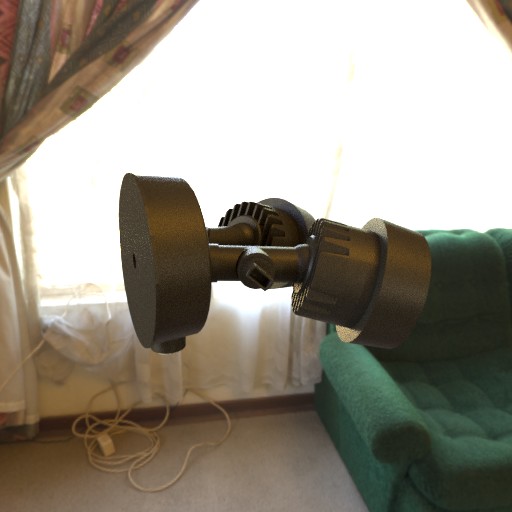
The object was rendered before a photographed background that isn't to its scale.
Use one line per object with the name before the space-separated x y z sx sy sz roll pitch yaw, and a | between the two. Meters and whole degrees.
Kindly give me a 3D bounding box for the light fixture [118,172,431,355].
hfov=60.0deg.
light fixture | 0.000 0.000 0.312 0.168 0.120 0.213 -7 15 -25
